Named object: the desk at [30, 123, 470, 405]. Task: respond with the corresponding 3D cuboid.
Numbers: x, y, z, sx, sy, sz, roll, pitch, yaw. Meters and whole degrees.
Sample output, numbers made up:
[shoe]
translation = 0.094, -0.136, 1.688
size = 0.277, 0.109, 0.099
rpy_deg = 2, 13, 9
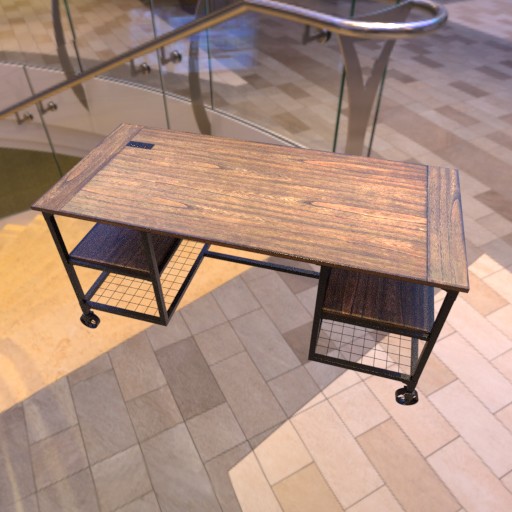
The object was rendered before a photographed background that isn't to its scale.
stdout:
[desk]
translation = 0.000, 0.000, 2.012
size = 1.590, 0.751, 0.711
rpy_deg = 11, 44, 12
